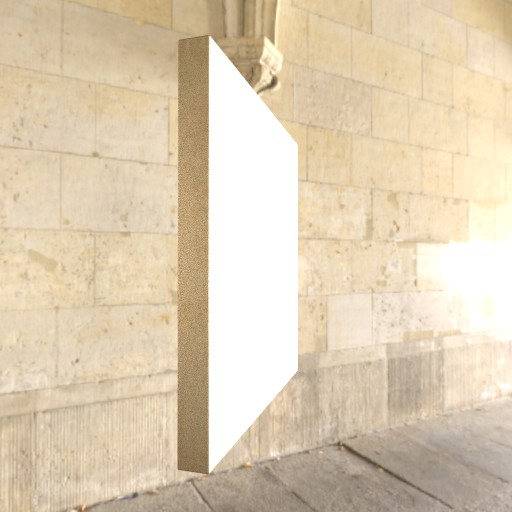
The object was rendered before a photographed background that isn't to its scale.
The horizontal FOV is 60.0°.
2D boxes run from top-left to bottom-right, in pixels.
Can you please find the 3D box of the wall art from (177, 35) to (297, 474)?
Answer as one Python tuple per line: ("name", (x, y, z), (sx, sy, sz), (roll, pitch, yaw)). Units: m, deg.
("wall art", (0.000, 0.000, 0.756), (0.040, 0.506, 0.503), (0, -1, 17))
